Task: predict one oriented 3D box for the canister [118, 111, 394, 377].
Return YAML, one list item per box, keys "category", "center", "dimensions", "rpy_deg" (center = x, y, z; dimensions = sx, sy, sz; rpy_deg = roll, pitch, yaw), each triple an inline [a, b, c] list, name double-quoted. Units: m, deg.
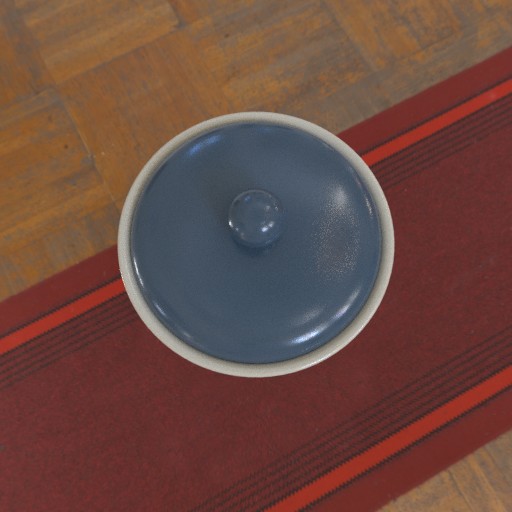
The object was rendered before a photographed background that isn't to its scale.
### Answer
- category: "canister"
  center: [0.000, 0.000, 0.348]
  dimensions: [0.182, 0.208, 0.182]
  rpy_deg: [0, 76, 0]
